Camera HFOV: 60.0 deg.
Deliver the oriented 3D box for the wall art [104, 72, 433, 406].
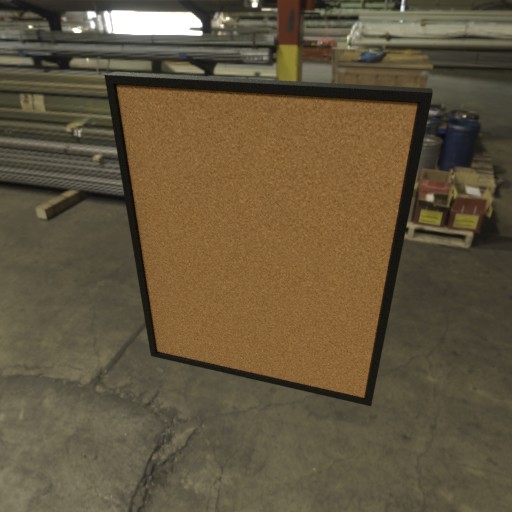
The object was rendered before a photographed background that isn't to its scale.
[{"bbox_3d":[0.000,0.000,0.751,0.457,0.559,0.029,9,32,14],"label":"wall art"}]
